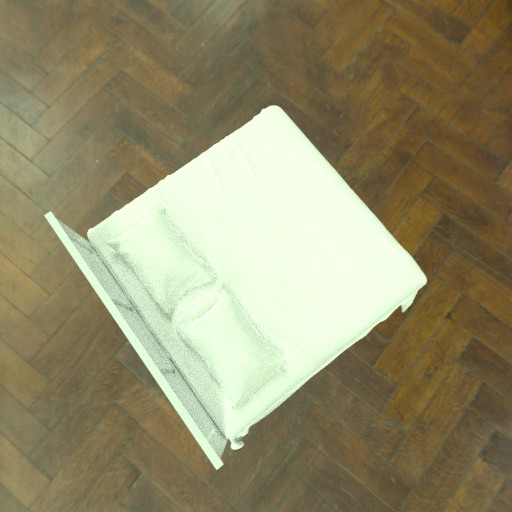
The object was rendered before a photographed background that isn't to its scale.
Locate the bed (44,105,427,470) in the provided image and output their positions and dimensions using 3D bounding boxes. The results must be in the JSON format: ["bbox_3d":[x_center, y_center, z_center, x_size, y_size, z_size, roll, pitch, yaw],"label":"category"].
[{"bbox_3d":[0.000,0.000,3.598,2.215,1.273,2.317,-36,79,-8],"label":"bed"}]
